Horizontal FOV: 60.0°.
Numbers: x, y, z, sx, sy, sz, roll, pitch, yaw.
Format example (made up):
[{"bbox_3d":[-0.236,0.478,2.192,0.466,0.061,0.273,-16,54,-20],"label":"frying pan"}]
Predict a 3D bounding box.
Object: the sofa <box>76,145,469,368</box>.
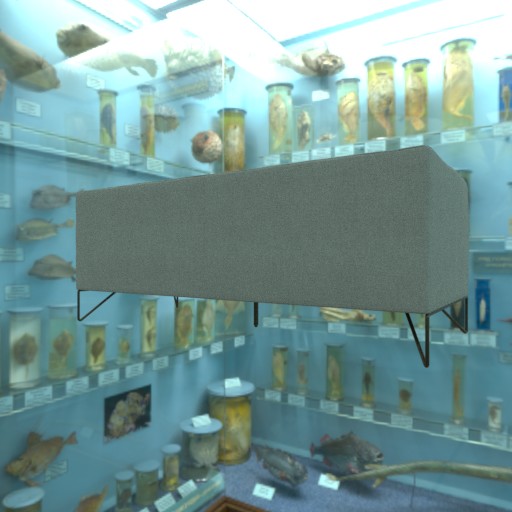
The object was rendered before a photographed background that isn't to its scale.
[{"bbox_3d":[0.000,0.000,2.495,2.079,0.798,0.912,0,0,34],"label":"sofa"}]
